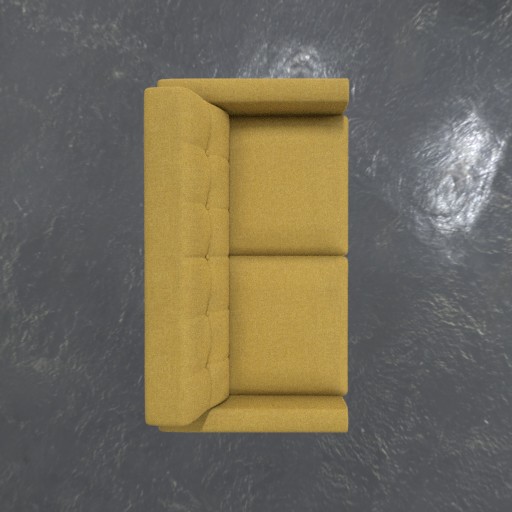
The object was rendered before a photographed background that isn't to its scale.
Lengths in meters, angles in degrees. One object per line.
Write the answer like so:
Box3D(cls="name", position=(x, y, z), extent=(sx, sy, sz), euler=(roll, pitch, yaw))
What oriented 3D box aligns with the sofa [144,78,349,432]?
Box3D(cls="sofa", position=(0.000, 0.000, 2.177), extent=(0.909, 0.841, 1.631), euler=(0, 91, 1))
